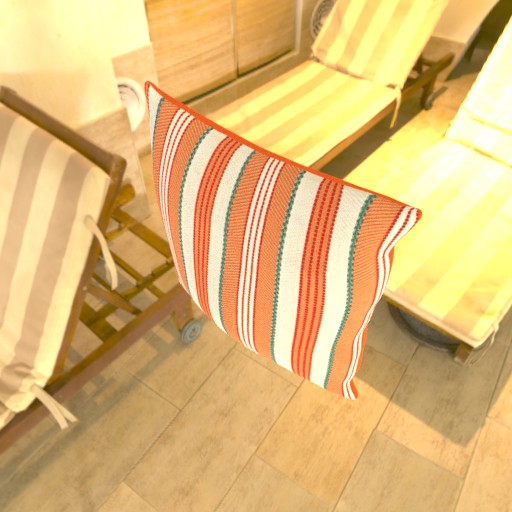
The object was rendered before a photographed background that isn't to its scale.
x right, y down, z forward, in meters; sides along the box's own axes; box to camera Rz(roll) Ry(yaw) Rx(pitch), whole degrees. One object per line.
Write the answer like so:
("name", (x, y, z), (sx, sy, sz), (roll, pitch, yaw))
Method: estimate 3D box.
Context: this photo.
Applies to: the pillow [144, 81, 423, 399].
("pillow", (0.000, 0.000, 0.696), (0.440, 0.441, 0.182), (32, 54, 26))
